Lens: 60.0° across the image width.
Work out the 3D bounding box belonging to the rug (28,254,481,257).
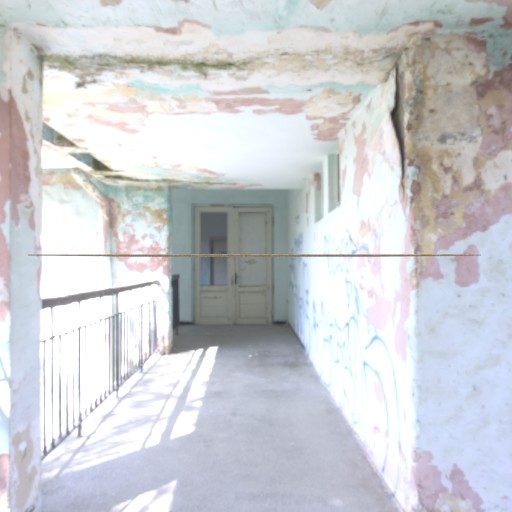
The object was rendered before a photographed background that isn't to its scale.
[{"bbox_3d":[0.000,0.000,4.175,3.037,0.011,2.433,0,0,1],"label":"rug"}]
